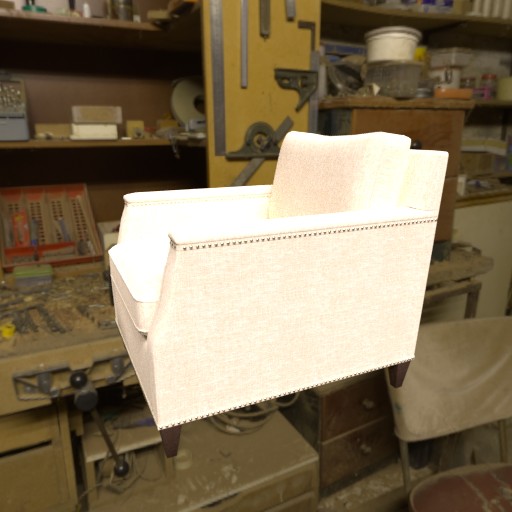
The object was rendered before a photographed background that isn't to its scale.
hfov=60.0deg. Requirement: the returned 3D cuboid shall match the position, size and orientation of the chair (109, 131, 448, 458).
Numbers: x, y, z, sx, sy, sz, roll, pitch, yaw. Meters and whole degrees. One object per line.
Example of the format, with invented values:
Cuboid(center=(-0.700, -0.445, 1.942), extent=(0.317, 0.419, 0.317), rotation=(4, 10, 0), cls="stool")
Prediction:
Cuboid(center=(0.000, 0.000, 1.740), extent=(1.041, 0.940, 0.838), rotation=(-7, 18, -24), cls="chair")
